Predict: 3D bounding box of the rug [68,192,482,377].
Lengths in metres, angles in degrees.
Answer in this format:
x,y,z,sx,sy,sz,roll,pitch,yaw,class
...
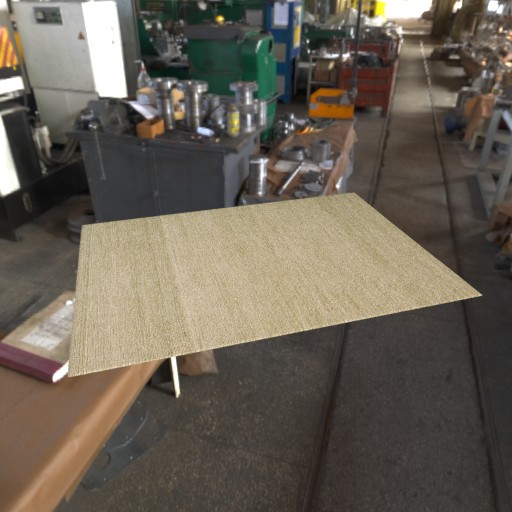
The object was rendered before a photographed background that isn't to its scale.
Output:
x,y,z,sx,sy,sz,roll,pitch,yaw,class
0.000,0.000,5.134,3.935,0.025,2.782,-9,32,-14,rug
